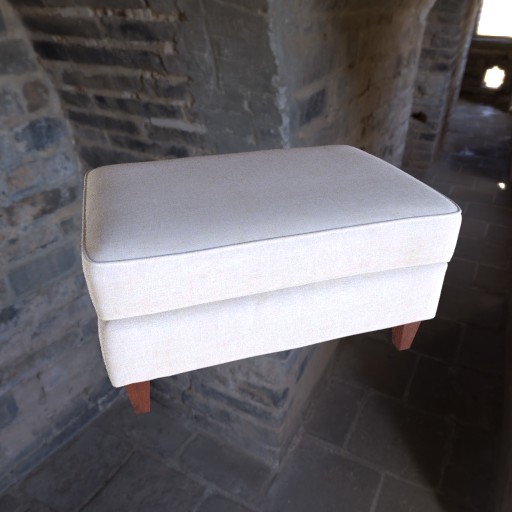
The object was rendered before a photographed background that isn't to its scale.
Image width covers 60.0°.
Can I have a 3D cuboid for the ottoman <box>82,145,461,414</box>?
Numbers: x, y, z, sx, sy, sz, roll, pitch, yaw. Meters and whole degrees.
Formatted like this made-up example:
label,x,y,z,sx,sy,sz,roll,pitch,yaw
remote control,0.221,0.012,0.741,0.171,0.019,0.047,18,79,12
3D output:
label,x,y,z,sx,sy,sz,roll,pitch,yaw
ottoman,0.000,0.000,1.244,0.862,0.484,0.583,-9,31,-15
